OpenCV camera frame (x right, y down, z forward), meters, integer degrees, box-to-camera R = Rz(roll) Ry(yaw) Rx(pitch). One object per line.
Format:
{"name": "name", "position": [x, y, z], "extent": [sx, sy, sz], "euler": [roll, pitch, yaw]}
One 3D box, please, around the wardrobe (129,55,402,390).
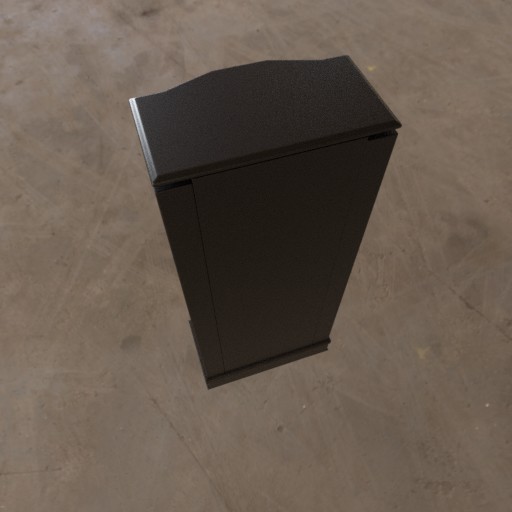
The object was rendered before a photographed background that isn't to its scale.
{"name": "wardrobe", "position": [0.000, 0.000, 1.200], "extent": [0.444, 1.011, 0.295], "euler": [-16, 58, -10]}
